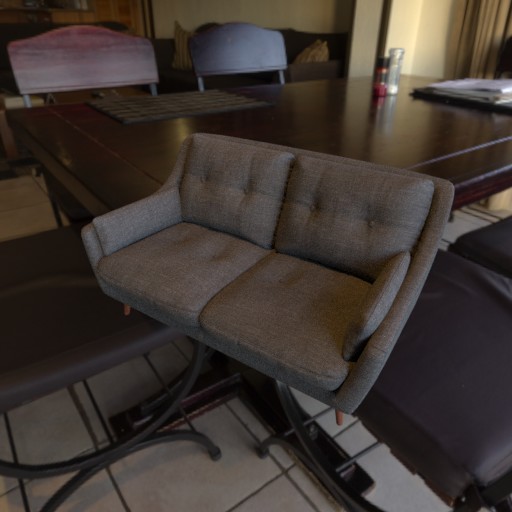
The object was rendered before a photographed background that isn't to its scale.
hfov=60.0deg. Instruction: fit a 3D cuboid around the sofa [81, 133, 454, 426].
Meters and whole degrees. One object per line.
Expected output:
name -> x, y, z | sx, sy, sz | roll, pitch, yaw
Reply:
sofa -> 0.000, 0.000, 2.236 | 1.646, 0.887, 0.976 | 19, 35, 30
